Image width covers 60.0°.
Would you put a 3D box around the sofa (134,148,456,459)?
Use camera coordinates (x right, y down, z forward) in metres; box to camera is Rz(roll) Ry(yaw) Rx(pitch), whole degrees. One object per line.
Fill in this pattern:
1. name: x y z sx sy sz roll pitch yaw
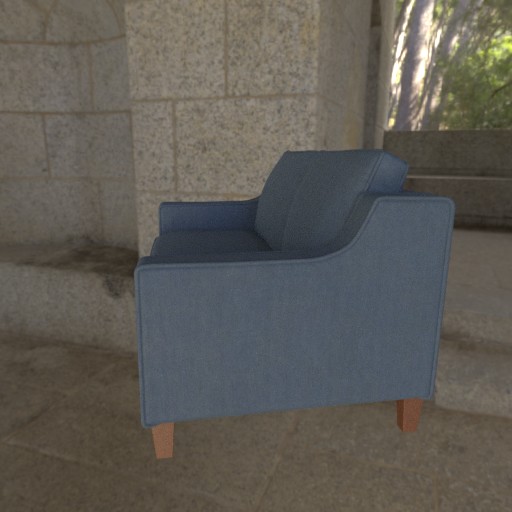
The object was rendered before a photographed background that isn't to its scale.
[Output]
1. sofa: 0.000 0.000 2.058 0.987 0.971 1.501 -2 14 -9
